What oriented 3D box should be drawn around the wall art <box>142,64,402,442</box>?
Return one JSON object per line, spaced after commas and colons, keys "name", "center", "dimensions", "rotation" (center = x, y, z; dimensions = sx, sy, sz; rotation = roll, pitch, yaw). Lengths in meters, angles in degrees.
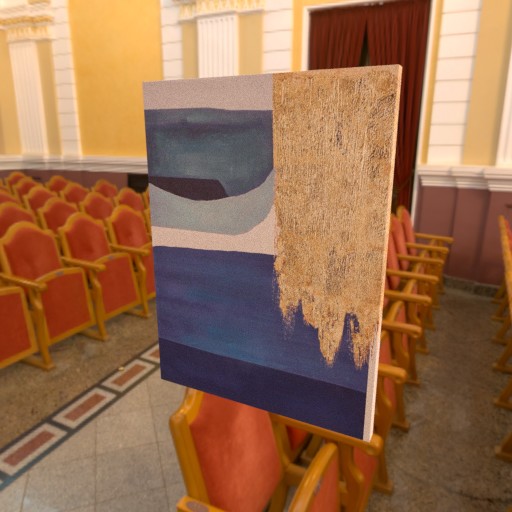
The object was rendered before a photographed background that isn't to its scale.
{"name": "wall art", "center": [0.000, 0.000, 0.806], "dimensions": [0.458, 0.613, 0.026], "rotation": [8, 17, 26]}
